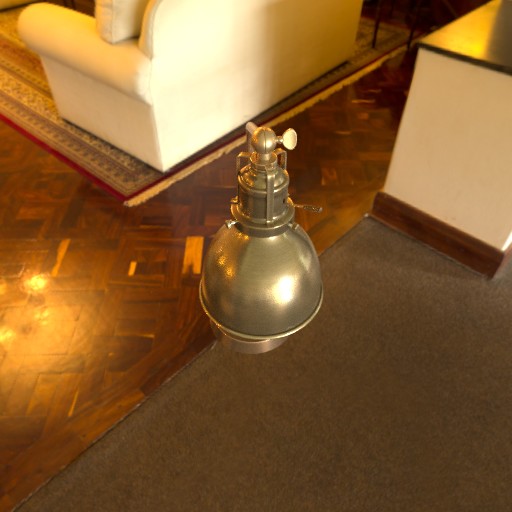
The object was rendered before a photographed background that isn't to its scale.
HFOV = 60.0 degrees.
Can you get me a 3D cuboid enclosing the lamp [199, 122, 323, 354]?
[{"bbox_3d":[0.000,0.000,0.595,0.153,0.456,0.286,-4,46,-4],"label":"lamp"}]
